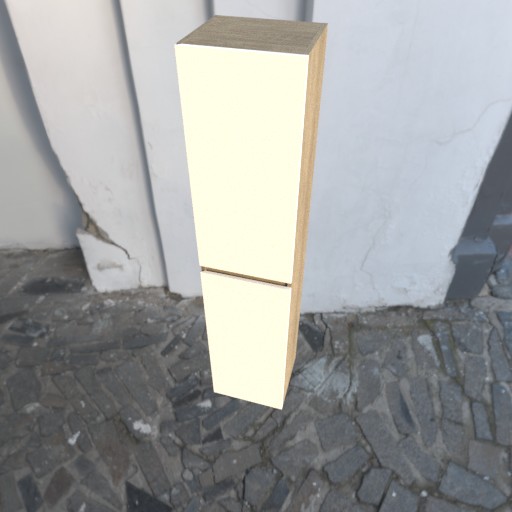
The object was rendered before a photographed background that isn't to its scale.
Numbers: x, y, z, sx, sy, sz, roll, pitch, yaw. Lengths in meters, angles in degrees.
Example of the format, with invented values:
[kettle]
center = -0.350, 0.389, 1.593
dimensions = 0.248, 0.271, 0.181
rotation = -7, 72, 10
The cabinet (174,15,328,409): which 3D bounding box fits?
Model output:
[cabinet]
center = 0.000, 0.000, 1.508
dimensions = 0.300, 1.400, 0.270
rotation = 11, 42, 12
